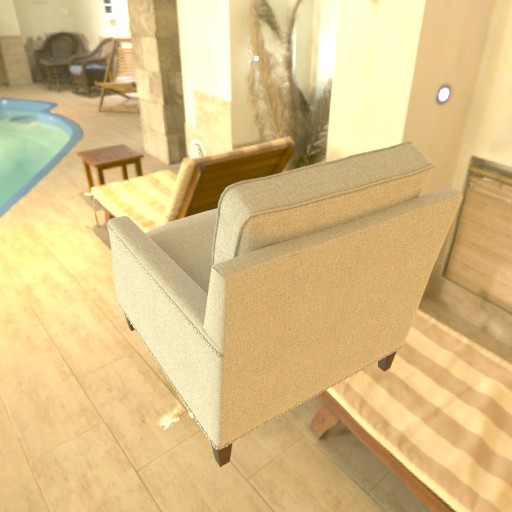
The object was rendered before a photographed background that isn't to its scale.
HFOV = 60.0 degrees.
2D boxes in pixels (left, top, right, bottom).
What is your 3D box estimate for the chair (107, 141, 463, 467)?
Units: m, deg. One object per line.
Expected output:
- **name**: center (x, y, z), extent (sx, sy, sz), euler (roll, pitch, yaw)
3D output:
- **chair**: center (0.000, 0.000, 1.665), extent (0.853, 0.943, 1.014), euler (-19, 35, -29)
